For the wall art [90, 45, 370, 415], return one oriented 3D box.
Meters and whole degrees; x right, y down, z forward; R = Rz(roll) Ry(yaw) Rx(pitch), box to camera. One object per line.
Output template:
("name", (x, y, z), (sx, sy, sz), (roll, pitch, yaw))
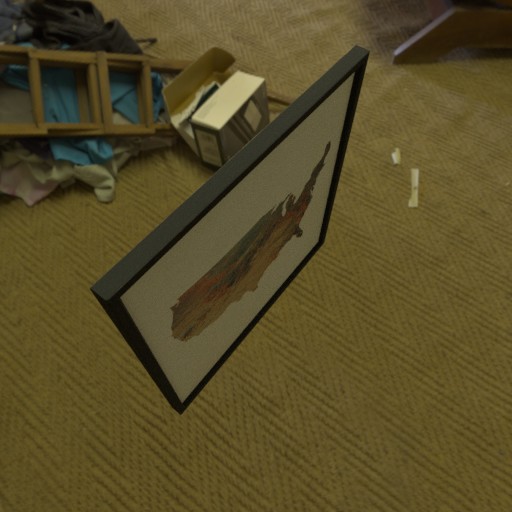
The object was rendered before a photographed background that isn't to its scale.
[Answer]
("wall art", (0.000, 0.000, 0.452), (0.015, 0.303, 0.304), (33, 64, 19))
